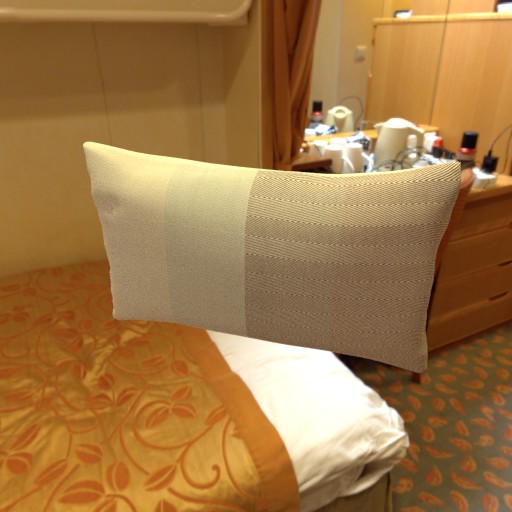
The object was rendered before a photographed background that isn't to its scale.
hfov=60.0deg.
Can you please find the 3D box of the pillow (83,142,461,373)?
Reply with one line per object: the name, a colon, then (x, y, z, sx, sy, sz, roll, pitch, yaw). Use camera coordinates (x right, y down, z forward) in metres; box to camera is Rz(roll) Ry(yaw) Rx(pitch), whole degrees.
pillow: (0.000, 0.000, 0.632, 0.506, 0.305, 0.139, 7, 28, 14)
